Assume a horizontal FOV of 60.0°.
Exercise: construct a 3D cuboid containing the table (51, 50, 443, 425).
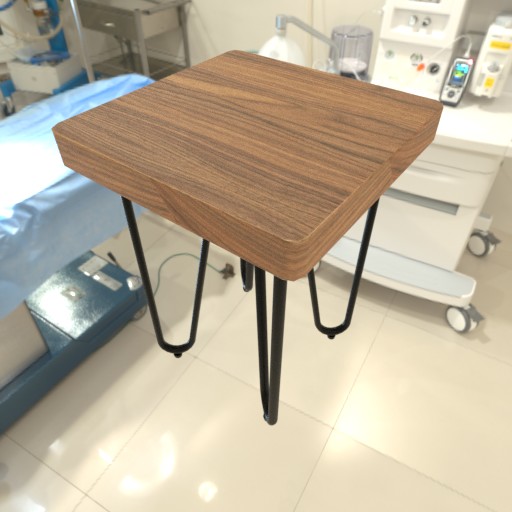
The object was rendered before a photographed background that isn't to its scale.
[{"bbox_3d":[0.000,0.000,0.956,0.480,0.641,0.479,27,49,26],"label":"table"}]
